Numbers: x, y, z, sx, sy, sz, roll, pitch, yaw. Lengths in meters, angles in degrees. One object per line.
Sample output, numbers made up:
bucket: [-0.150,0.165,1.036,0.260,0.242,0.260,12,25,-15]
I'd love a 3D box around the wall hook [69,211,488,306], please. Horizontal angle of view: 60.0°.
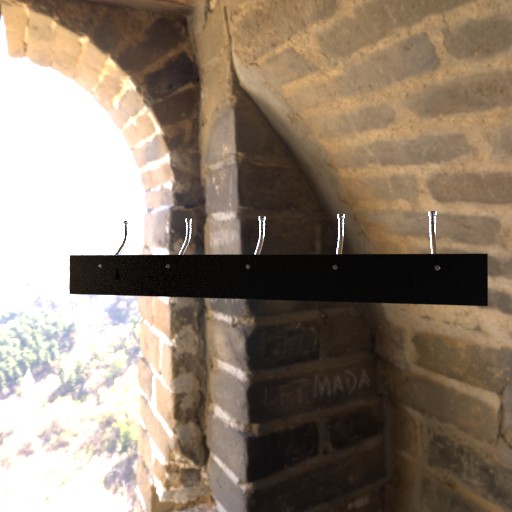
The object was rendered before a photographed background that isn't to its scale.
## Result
wall hook: [0.000,0.000,0.620,0.571,0.117,0.071,0,0,17]
